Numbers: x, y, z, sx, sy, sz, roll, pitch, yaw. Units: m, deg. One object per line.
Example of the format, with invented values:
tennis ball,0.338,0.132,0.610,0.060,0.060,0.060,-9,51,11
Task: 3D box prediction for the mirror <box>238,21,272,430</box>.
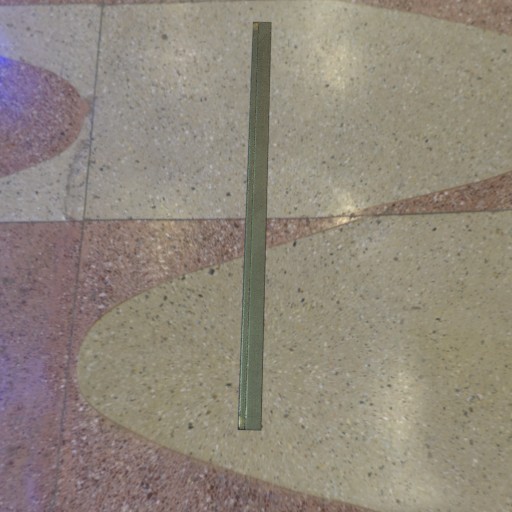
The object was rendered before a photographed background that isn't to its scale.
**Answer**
mirror,0.000,0.000,0.576,0.020,0.381,0.382,2,75,0
